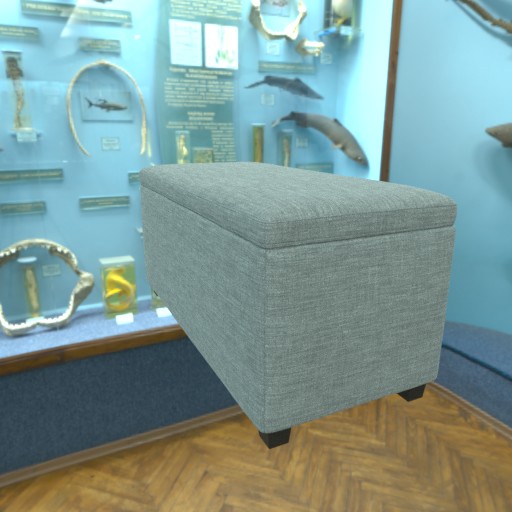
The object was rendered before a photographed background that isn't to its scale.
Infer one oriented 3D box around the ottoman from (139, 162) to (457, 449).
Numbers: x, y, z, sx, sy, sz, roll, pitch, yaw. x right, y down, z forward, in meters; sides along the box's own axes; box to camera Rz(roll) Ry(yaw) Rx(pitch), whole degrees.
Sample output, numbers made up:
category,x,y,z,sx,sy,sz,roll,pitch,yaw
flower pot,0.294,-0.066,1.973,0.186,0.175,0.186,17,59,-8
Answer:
category,x,y,z,sx,sy,sz,roll,pitch,yaw
ottoman,0.000,0.000,1.143,0.419,0.432,0.902,-8,18,-25
